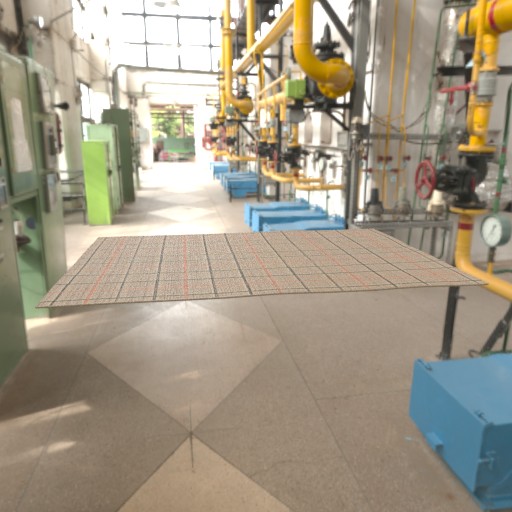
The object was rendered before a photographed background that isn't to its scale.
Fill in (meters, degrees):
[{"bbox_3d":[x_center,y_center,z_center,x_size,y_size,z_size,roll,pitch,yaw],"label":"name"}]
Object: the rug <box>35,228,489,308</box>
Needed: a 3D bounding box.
[{"bbox_3d":[0.000,0.000,2.345,1.829,0.013,1.220,-2,15,-8],"label":"rug"}]
